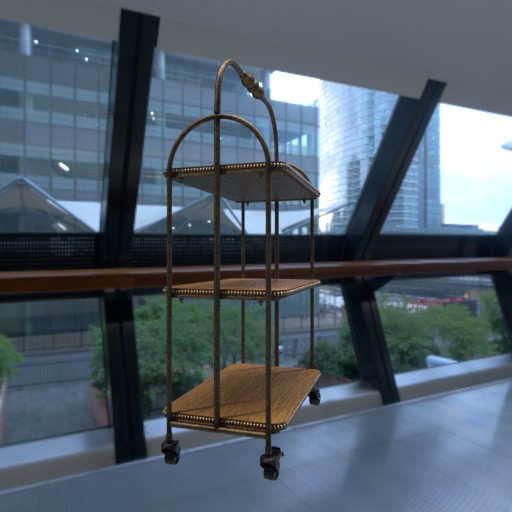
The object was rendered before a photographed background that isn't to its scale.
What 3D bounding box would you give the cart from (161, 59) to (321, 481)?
[{"bbox_3d":[0.000,0.000,1.350,0.330,1.052,0.650,0,0,18],"label":"cart"}]
